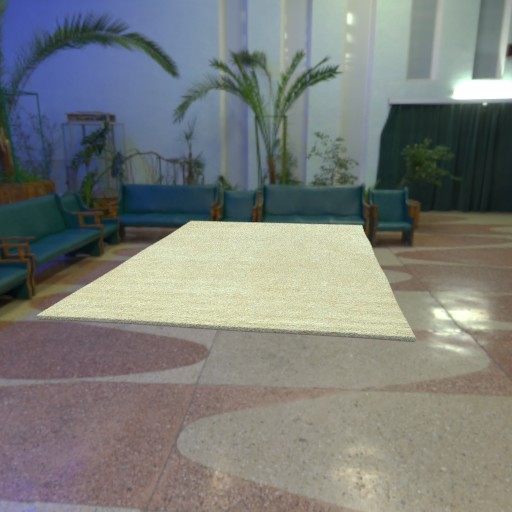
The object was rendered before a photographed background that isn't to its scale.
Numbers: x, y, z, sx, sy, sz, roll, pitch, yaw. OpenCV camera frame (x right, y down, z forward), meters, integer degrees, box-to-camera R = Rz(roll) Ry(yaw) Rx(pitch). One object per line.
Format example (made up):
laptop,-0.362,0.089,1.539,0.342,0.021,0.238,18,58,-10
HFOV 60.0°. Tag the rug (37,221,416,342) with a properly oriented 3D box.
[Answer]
rug,0.000,0.000,3.356,1.800,0.025,2.699,2,15,8
